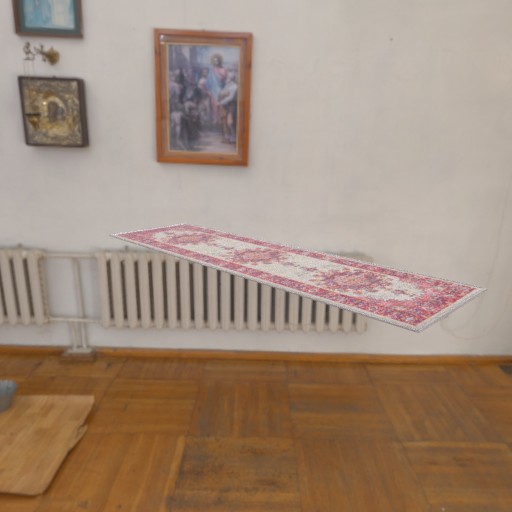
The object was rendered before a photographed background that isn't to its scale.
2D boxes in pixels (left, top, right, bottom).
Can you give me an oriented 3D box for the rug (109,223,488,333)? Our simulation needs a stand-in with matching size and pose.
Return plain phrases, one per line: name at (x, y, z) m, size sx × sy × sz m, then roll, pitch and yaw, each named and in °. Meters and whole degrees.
rug at (0.000, 0.000, 2.548) m, size 0.666 × 0.011 × 2.294 m, roll -14°, pitch 20°, yaw -43°
